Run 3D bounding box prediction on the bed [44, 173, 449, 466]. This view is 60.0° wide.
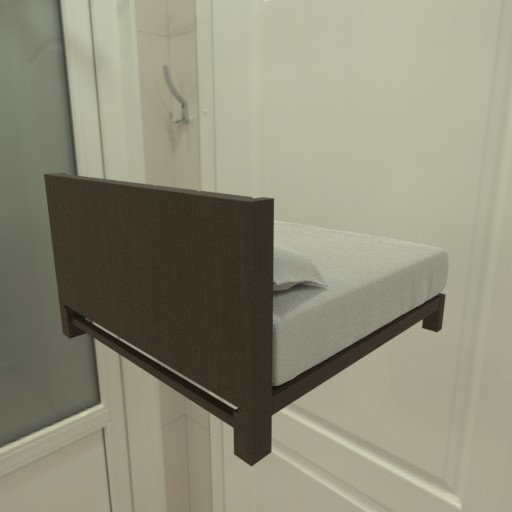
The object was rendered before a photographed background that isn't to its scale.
[{"bbox_3d":[0.000,0.000,3.438,2.143,1.261,2.238,14,20,43],"label":"bed"}]
